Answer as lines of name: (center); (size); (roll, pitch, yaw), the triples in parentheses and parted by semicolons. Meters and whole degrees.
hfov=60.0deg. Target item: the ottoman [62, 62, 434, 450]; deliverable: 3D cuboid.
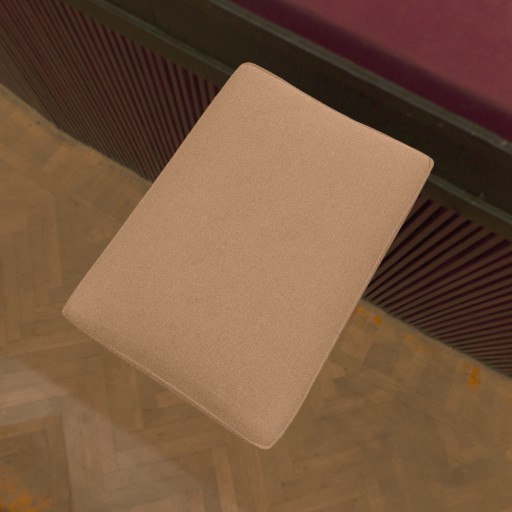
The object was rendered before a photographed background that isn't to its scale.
ottoman: (0.000, 0.000, 1.010); (0.501, 0.456, 0.665); (31, 77, 8)
